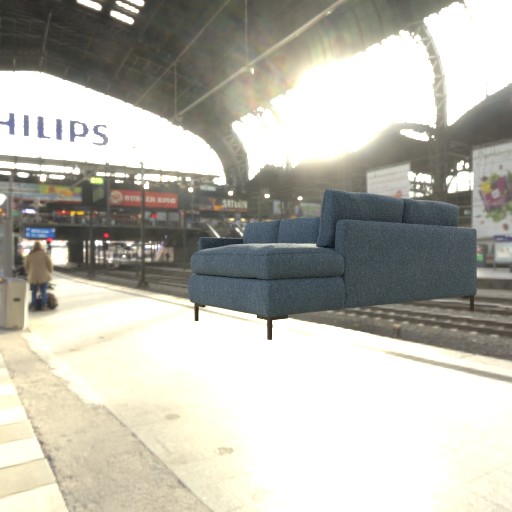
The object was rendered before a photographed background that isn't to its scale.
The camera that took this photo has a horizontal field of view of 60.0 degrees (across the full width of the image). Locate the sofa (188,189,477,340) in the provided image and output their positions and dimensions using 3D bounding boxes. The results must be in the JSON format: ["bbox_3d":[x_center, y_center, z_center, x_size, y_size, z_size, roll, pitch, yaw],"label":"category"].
[{"bbox_3d":[0.000,0.000,3.891,2.007,0.815,2.949,0,0,-36],"label":"sofa"}]
